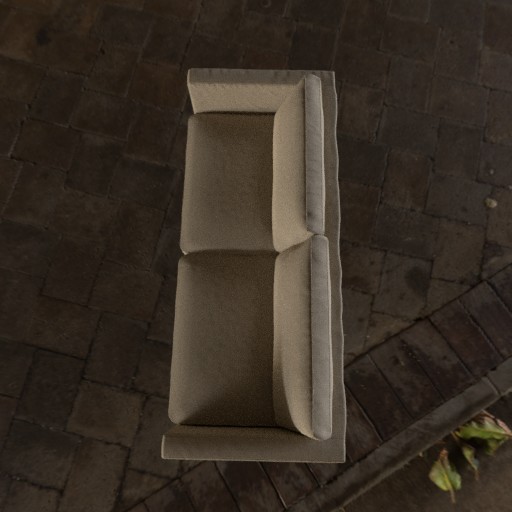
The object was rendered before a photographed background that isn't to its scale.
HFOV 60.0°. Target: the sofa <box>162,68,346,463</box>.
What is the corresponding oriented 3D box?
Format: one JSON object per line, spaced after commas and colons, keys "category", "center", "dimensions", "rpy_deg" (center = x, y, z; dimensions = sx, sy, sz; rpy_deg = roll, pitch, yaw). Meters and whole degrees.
{"category": "sofa", "center": [0.000, 0.000, 2.751], "dimensions": [0.956, 0.847, 2.296], "rpy_deg": [1, 75, 0]}
